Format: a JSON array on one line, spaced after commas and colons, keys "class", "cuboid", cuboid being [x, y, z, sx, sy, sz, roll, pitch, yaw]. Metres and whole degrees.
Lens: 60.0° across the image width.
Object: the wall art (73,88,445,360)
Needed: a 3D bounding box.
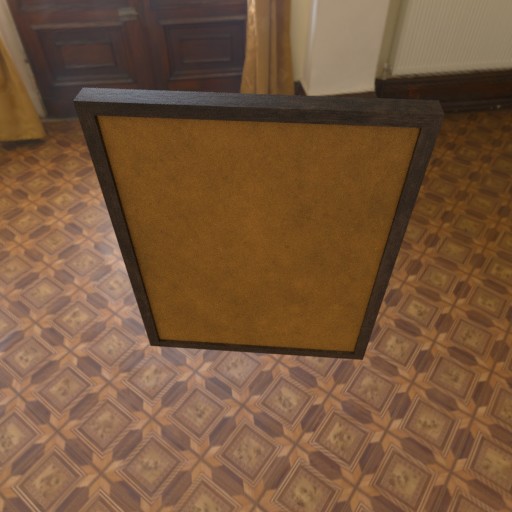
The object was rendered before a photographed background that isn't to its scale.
[{"class": "wall art", "cuboid": [0.000, 0.000, 0.547, 0.329, 0.406, 0.027, 3, 46, 3]}]
